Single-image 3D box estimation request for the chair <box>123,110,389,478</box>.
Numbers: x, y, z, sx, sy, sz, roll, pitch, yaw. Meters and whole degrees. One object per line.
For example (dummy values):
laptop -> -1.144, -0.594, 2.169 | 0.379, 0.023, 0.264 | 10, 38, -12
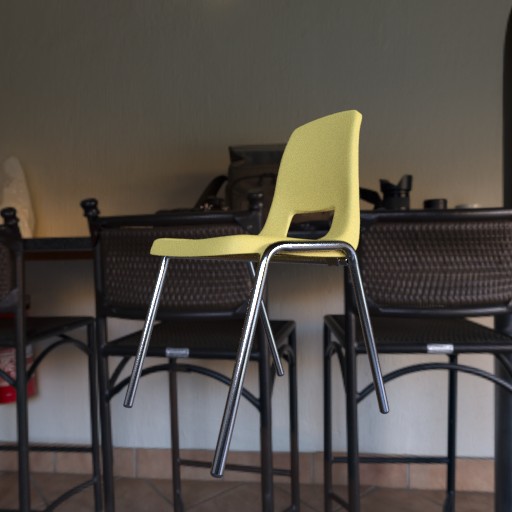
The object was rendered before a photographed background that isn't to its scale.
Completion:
chair -> 0.000, 0.000, 0.926 | 0.436, 0.653, 0.381 | -1, 1, -37
